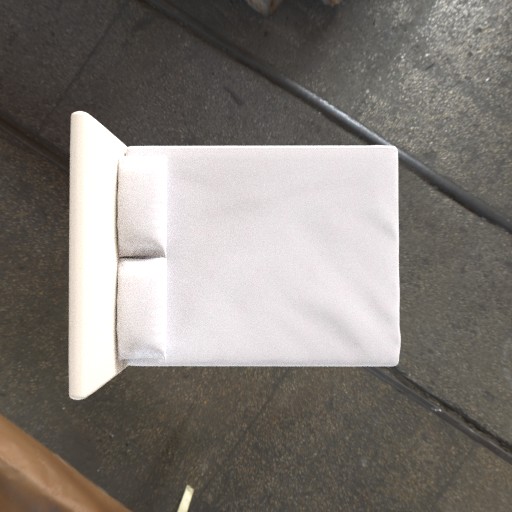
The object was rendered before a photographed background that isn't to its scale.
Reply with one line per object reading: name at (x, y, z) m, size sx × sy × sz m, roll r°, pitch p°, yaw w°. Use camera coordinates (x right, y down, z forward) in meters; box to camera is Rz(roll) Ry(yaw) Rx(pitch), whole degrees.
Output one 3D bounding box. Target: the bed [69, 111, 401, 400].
bed at (0.000, 0.000, 3.150) m, size 2.142 × 1.330 × 1.713 m, roll 0°, pitch 89°, yaw 0°
